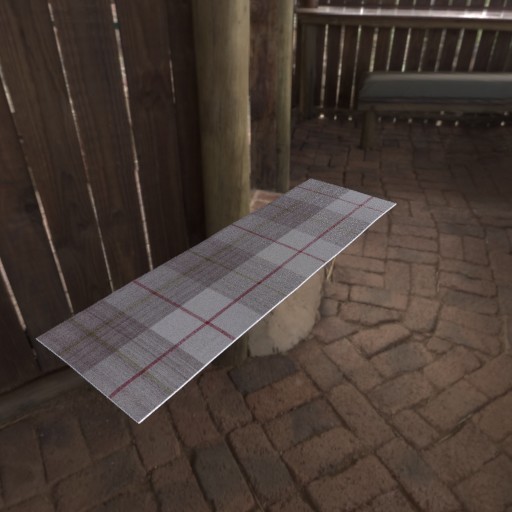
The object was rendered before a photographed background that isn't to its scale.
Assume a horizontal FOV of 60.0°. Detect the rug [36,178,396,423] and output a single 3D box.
[{"bbox_3d":[0.000,0.000,2.726,0.762,0.013,2.439,23,40,31],"label":"rug"}]
